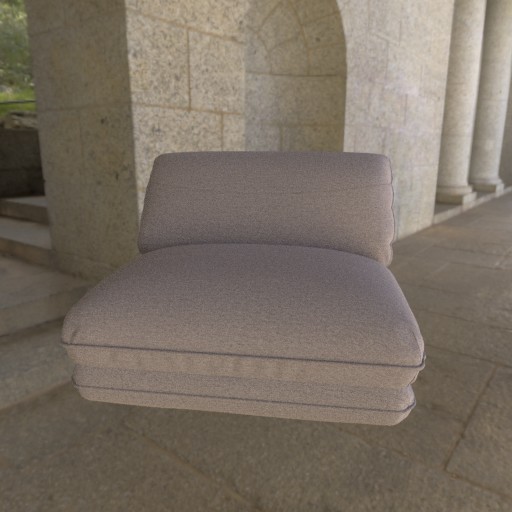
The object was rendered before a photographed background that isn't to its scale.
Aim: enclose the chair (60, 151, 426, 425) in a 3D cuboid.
[{"bbox_3d":[0.000,0.000,1.272,0.820,0.580,0.780,2,14,8],"label":"chair"}]
